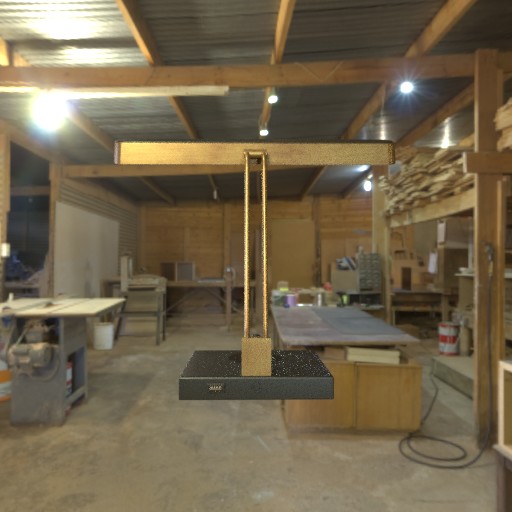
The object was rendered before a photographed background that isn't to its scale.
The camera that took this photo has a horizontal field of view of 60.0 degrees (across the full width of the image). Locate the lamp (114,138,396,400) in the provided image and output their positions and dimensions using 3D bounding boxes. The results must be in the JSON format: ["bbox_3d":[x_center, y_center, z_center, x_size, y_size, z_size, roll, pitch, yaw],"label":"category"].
[{"bbox_3d":[0.000,0.000,0.606,0.412,0.345,0.156,0,0,-1],"label":"lamp"}]
